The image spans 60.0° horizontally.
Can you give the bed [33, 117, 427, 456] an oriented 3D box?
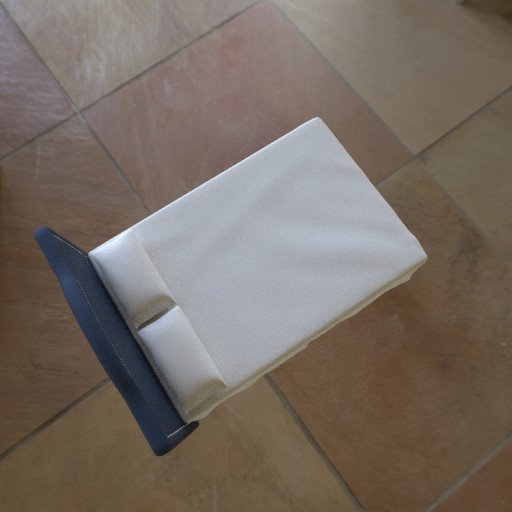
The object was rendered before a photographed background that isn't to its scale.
[{"bbox_3d":[0.000,0.000,3.564,2.507,1.441,1.741,-32,78,-8],"label":"bed"}]
